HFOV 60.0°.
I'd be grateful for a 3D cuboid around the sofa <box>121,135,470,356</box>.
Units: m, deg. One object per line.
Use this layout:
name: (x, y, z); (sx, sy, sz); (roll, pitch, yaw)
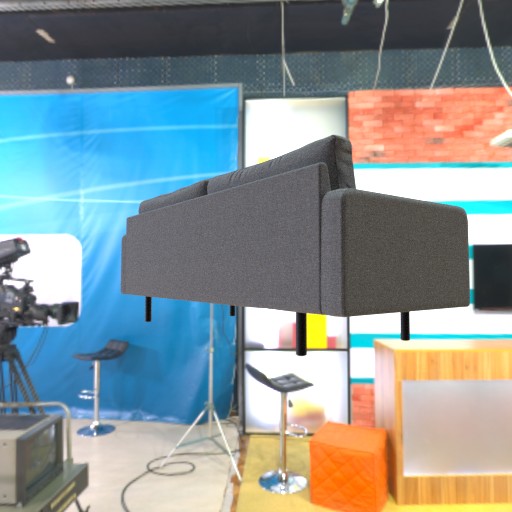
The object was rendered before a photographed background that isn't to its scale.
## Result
sofa: (0.000, 0.000, 2.659); (0.880, 0.880, 2.200); (2, -3, -36)
